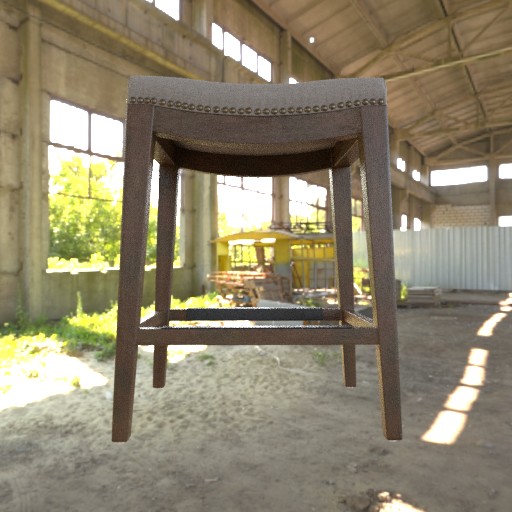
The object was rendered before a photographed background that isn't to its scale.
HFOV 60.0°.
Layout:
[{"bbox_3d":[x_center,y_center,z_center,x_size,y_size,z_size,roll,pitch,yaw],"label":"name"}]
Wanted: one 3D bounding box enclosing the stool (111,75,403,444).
[{"bbox_3d":[0.000,0.000,0.954,0.508,0.660,0.356,0,-1,-1],"label":"stool"}]
